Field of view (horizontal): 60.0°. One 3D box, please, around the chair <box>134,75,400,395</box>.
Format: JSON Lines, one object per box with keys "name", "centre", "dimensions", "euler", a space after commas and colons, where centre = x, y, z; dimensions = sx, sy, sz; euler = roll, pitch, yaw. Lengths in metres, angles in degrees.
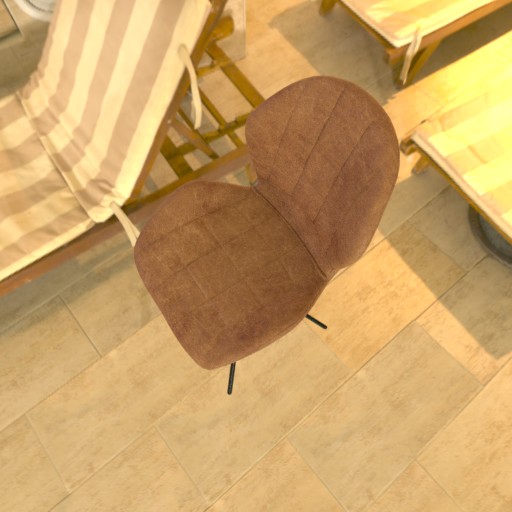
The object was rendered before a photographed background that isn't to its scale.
{"name": "chair", "centre": [0.000, 0.000, 1.320], "dimensions": [0.640, 0.929, 0.527], "euler": [-31, 68, -14]}
